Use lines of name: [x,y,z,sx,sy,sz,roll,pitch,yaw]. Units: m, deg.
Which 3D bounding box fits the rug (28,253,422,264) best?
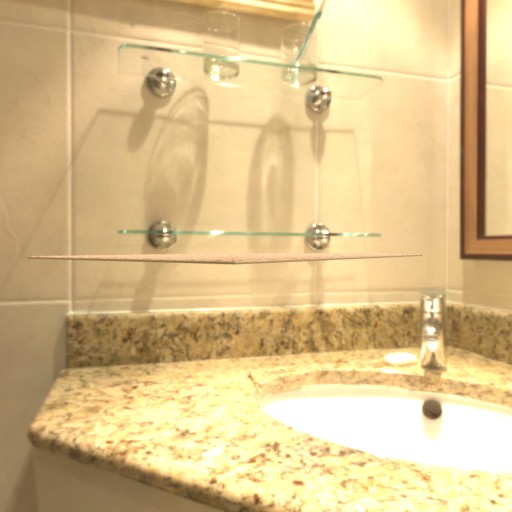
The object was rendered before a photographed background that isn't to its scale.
rug: [0.000,0.000,3.559,1.819,0.018,2.746,1,1,37]
